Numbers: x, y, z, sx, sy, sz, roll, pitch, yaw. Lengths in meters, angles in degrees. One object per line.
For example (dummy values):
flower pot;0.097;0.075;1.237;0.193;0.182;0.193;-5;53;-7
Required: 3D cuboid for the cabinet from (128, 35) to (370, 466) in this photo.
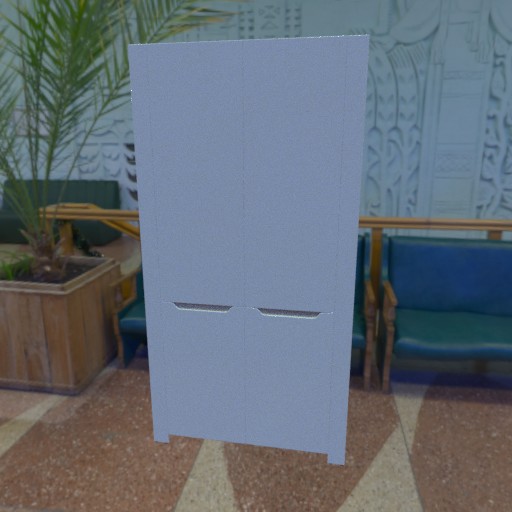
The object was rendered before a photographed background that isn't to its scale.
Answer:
cabinet;0.000;0.000;2.276;0.980;1.920;0.580;3;15;10
